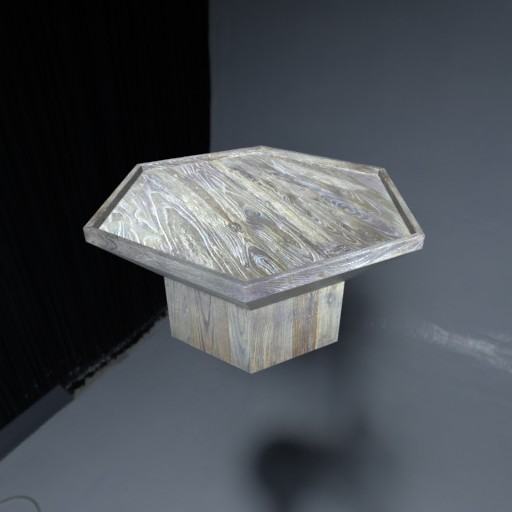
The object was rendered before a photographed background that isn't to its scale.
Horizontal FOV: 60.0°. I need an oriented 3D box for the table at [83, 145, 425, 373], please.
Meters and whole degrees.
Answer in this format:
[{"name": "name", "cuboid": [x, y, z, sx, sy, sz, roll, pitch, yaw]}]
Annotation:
[{"name": "table", "cuboid": [0.000, 0.000, 1.613, 1.115, 0.488, 0.966, 18, 35, 28]}]
